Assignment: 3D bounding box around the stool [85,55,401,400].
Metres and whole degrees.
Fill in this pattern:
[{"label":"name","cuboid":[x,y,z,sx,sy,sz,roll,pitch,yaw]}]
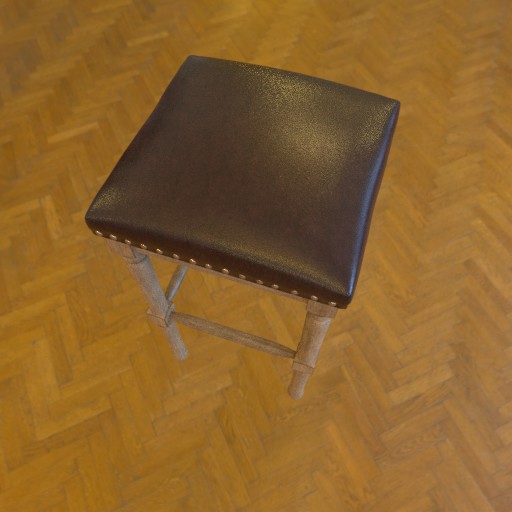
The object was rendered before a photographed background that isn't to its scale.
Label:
[{"label":"stool","cuboid":[0.000,0.000,0.928,0.383,0.702,0.382,16,61,9]}]
